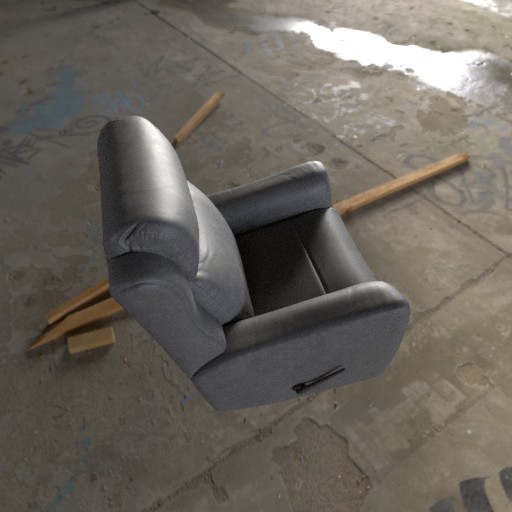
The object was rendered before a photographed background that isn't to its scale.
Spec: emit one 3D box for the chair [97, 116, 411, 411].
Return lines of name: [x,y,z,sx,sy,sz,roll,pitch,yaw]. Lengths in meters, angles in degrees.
chair: [0.000,0.000,1.890,1.068,1.116,0.967,-11,49,-10]
